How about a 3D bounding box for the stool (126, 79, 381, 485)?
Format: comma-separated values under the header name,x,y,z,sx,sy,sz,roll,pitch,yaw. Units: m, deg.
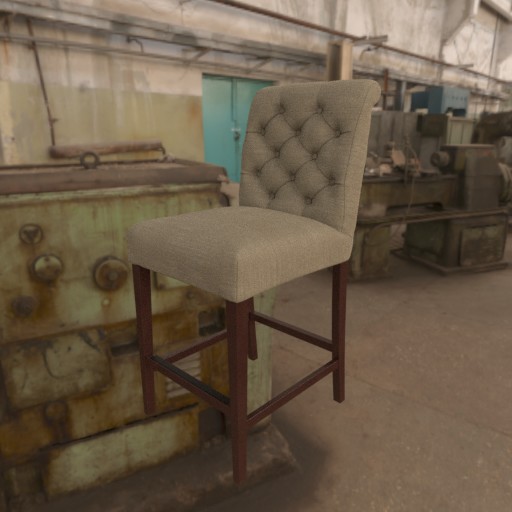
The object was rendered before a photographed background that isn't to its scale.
name,x,y,z,sx,sy,sz,roll,pitch,yaw
stool,0.000,0.000,1.433,0.486,1.084,0.660,15,22,41
